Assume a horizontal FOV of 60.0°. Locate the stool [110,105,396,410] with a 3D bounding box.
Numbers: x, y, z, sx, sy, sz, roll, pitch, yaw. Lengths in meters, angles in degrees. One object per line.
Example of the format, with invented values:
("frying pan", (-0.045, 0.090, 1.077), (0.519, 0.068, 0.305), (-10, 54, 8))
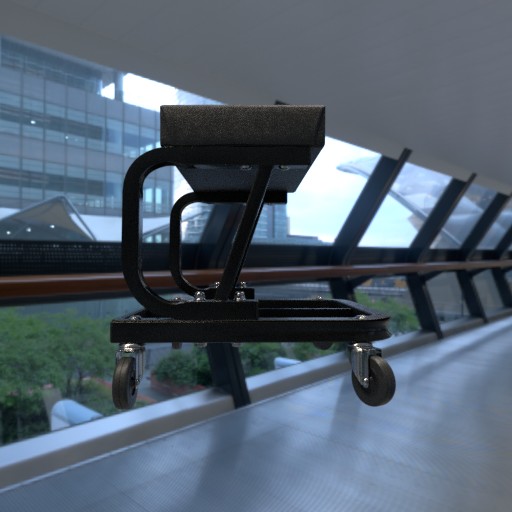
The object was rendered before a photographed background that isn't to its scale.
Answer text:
("stool", (0.000, 0.000, 0.740), (0.371, 0.380, 0.446), (0, -1, -1))
